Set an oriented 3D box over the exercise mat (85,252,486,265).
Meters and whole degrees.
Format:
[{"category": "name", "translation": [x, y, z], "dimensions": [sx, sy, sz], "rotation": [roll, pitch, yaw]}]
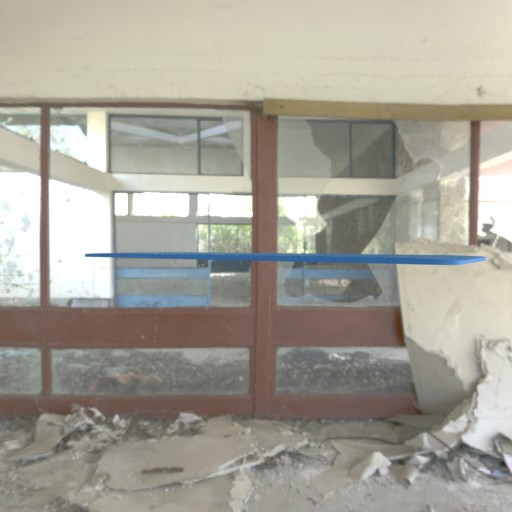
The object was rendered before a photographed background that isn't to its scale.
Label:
[{"category": "exercise mat", "translation": [0.000, 0.000, 2.073], "dimensions": [1.869, 0.021, 0.616], "rotation": [1, 1, 36]}]
